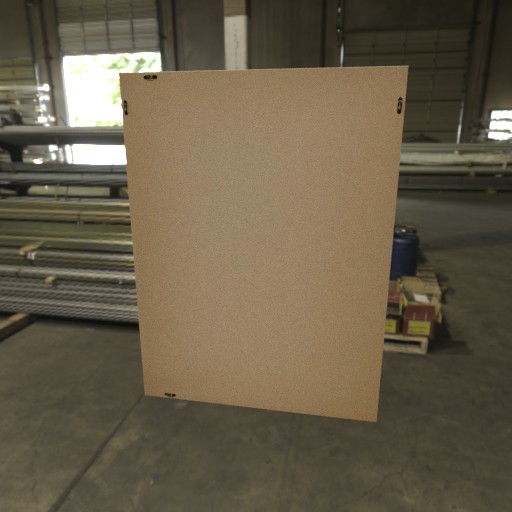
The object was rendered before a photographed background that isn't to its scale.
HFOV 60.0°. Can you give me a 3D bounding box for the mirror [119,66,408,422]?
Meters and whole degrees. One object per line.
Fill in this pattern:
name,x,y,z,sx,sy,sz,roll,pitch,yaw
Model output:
mirror,0.000,0.000,1.306,0.762,1.016,0.040,3,17,10
